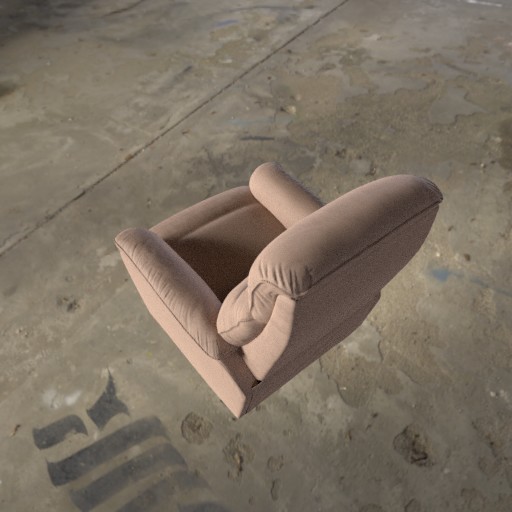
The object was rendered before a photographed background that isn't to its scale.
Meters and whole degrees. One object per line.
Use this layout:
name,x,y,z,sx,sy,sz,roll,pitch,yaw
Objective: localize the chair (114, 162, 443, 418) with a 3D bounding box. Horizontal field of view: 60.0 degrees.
chair,0.000,0.000,1.726,0.820,1.037,1.004,-30,54,-25
